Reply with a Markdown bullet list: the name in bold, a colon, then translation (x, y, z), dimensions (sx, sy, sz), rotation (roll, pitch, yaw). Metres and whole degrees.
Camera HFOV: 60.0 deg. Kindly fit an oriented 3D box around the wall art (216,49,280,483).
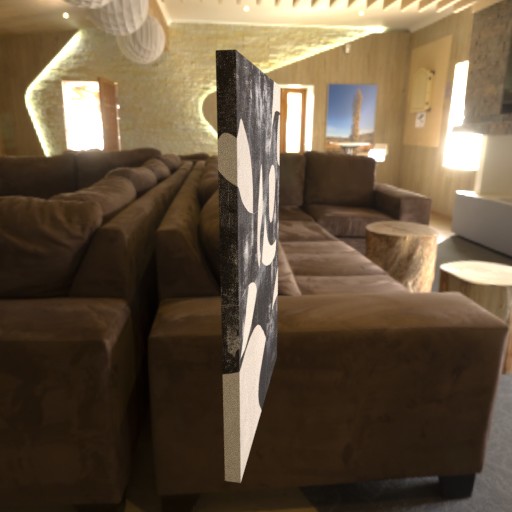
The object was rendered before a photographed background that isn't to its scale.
- **wall art**: translation (0.000, 0.000, 1.190), dimensions (0.041, 0.915, 0.610), rotation (3, 15, 10)
